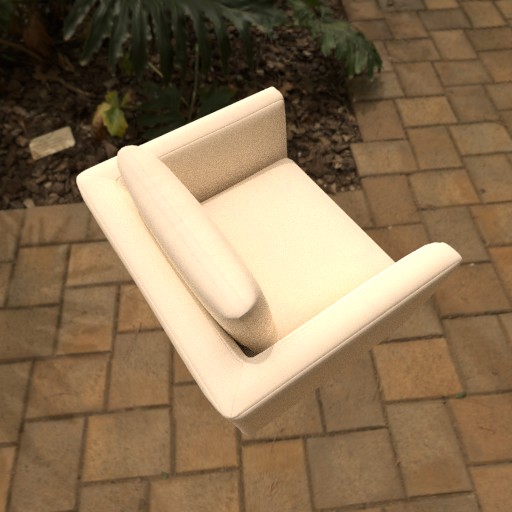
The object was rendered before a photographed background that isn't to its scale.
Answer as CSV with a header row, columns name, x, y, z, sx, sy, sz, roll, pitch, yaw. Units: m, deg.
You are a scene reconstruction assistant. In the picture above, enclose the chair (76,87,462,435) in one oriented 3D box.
name,x,y,z,sx,sy,sz,roll,pitch,yaw
chair,0.000,0.000,1.688,0.889,0.865,1.041,-30,62,-18
